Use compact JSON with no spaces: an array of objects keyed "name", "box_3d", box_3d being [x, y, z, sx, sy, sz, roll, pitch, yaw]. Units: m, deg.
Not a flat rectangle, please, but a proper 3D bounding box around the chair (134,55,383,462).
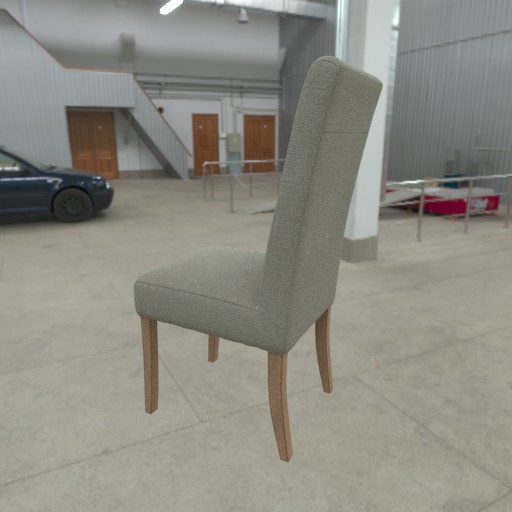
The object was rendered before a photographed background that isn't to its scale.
[{"name":"chair","box_3d":[0.000,0.000,1.350,0.611,1.033,0.450,8,17,26]}]
